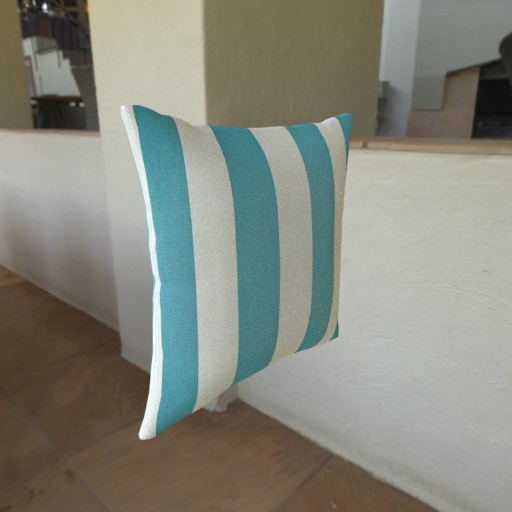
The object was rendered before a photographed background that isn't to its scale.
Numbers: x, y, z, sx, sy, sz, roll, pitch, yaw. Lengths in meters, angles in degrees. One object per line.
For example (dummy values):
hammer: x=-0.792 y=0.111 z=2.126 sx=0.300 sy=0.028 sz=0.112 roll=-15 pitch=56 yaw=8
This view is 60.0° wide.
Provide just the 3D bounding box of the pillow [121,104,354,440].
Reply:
pillow: x=0.000 y=0.000 z=0.836 sx=0.536 sy=0.526 sz=0.189 roll=-15 pitch=22 yaw=-42
